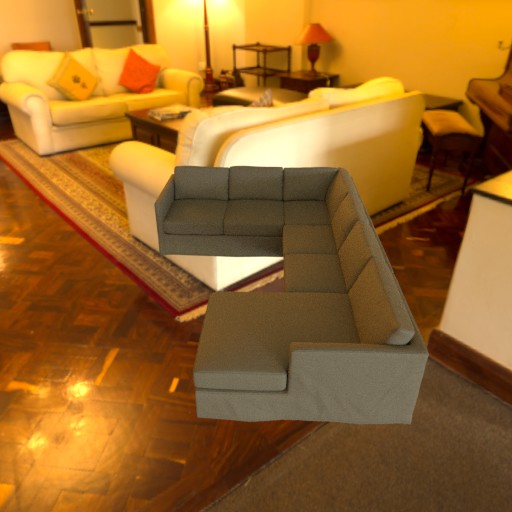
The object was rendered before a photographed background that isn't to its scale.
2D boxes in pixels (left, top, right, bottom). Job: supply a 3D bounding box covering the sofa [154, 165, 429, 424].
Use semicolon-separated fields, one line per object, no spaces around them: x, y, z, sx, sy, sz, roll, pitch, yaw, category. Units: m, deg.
0.000;0.000;4.559;2.427;0.882;3.460;1;30;2;sofa
